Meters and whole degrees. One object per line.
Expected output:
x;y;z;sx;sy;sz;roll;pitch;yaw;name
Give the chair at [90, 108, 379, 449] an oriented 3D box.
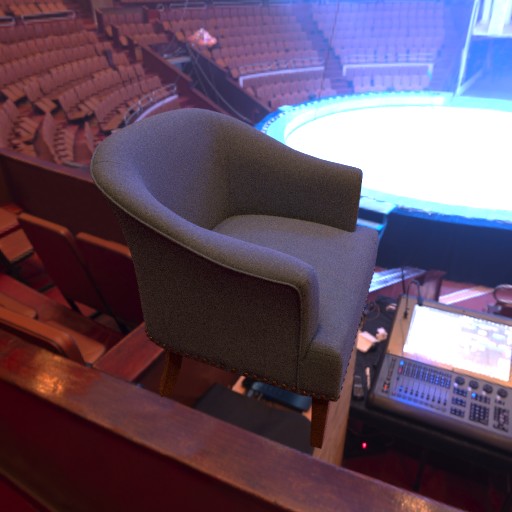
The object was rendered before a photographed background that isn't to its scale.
0.000;0.000;1.414;0.704;0.815;0.798;11;32;18;chair
